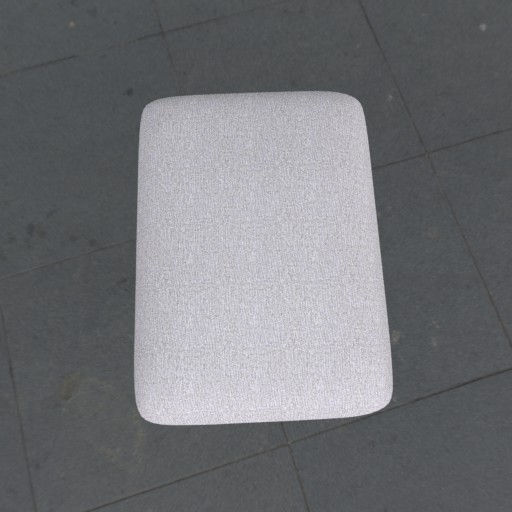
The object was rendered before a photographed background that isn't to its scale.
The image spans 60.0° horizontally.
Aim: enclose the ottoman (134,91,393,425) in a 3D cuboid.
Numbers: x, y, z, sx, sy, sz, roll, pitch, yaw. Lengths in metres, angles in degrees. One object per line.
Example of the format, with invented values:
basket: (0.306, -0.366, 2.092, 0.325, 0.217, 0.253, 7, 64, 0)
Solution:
ottoman: (0.000, 0.000, 1.123, 0.568, 0.420, 0.772, -2, 77, -1)
